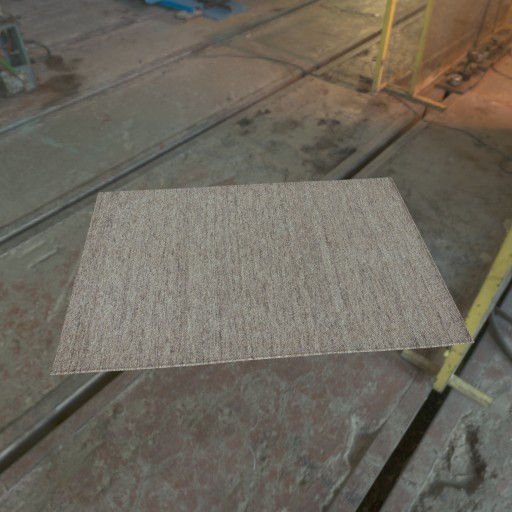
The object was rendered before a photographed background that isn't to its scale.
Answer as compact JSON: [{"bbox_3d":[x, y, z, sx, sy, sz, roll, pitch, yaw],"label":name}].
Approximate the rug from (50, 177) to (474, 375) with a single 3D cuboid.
[{"bbox_3d":[0.000,0.000,2.905,2.283,0.013,1.547,-4,46,-3],"label":"rug"}]
